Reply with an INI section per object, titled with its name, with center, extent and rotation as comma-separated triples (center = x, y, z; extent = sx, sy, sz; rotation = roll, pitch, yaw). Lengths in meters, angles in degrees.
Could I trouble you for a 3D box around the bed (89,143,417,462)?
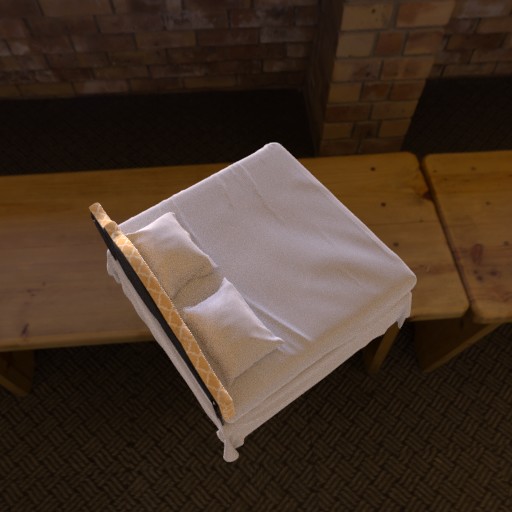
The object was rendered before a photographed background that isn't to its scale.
[bed]
center = 0.000, 0.000, 3.849
extent = 2.222, 1.601, 2.314
rotation = -32, 64, -18
